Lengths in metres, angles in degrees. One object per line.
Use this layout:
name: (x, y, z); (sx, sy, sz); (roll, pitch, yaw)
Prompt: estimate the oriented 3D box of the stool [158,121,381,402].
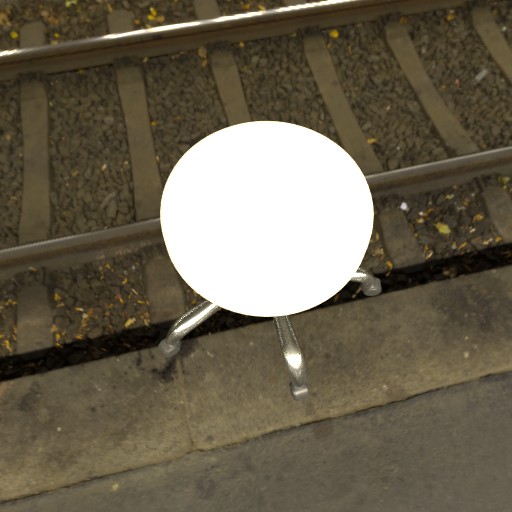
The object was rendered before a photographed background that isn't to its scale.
stool: (0.000, 0.000, 1.062); (0.614, 0.482, 0.634); (-32, 67, -15)
